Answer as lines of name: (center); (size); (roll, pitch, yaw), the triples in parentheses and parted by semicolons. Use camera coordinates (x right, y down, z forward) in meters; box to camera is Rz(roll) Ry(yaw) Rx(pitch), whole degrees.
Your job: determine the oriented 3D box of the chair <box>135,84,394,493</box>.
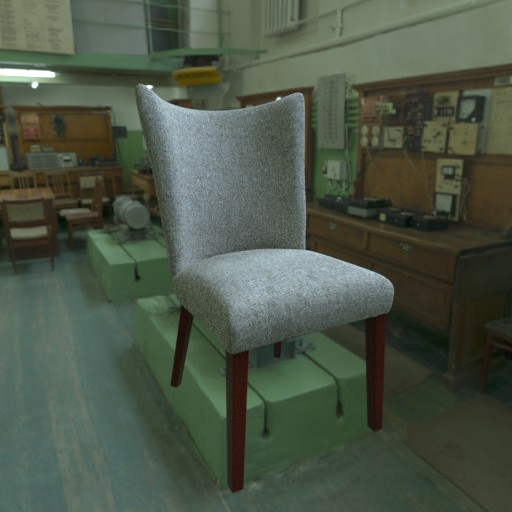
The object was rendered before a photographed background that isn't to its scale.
chair: (0.000, 0.000, 1.266); (0.535, 0.924, 0.623); (-9, 18, -28)
